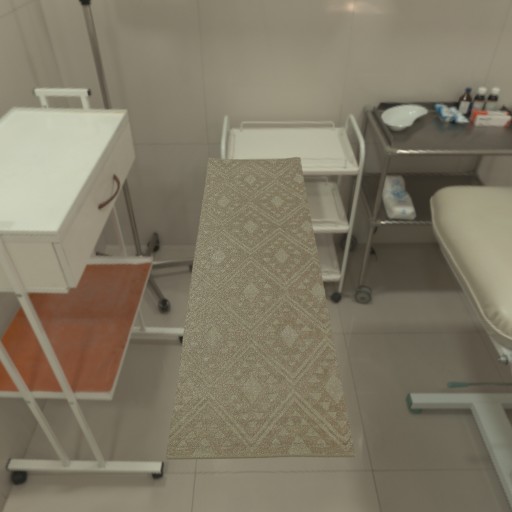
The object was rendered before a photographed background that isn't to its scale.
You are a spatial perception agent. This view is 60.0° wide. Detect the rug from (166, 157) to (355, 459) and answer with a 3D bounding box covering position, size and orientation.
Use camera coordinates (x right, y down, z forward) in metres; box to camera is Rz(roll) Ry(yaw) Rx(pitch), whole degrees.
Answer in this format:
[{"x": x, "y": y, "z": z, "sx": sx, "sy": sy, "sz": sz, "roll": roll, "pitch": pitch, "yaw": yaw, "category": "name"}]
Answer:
[{"x": 0.000, "y": 0.000, "z": 2.675, "sx": 0.752, "sy": 0.051, "sz": 2.452, "roll": 0, "pitch": 40, "yaw": -1, "category": "rug"}]
